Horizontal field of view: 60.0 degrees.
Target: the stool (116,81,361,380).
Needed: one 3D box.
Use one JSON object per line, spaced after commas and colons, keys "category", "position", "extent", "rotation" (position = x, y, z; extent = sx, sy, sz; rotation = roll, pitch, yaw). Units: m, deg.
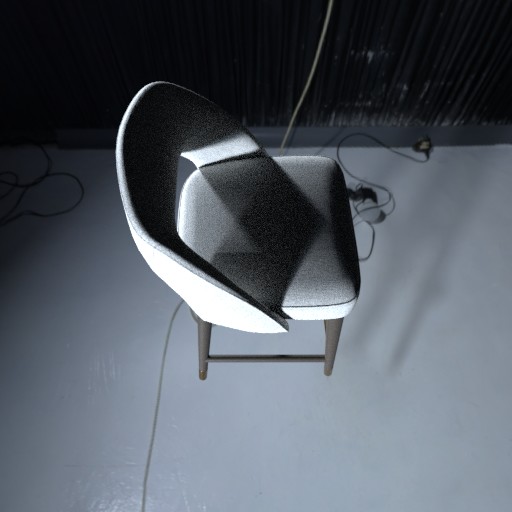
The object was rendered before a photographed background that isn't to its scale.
{"category": "stool", "position": [0.000, 0.000, 1.220], "extent": [0.509, 0.940, 0.494], "rotation": [-2, 62, -1]}
